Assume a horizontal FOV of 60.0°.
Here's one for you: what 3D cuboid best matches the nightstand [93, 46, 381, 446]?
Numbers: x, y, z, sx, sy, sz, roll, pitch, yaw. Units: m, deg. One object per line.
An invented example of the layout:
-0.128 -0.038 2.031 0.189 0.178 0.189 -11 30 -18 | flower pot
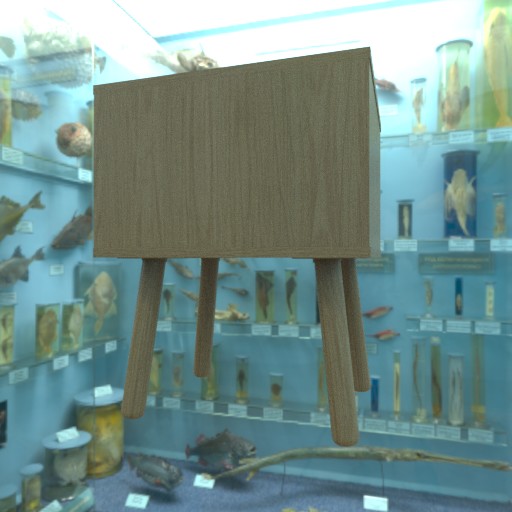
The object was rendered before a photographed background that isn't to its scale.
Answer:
0.000 0.000 0.853 0.450 0.571 0.380 0 0 18 | nightstand
